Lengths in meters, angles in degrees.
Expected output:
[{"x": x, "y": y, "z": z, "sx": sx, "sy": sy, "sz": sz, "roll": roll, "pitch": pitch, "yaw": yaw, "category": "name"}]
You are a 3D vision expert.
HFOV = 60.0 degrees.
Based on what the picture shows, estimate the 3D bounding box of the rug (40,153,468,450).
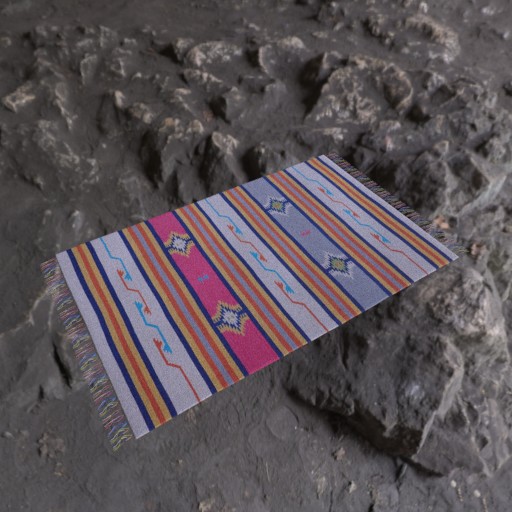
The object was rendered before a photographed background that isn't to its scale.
[{"x": 0.000, "y": 0.000, "z": 2.193, "sx": 1.849, "sy": 0.013, "sz": 1.084, "roll": -24, "pitch": 50, "yaw": -22, "category": "rug"}]
